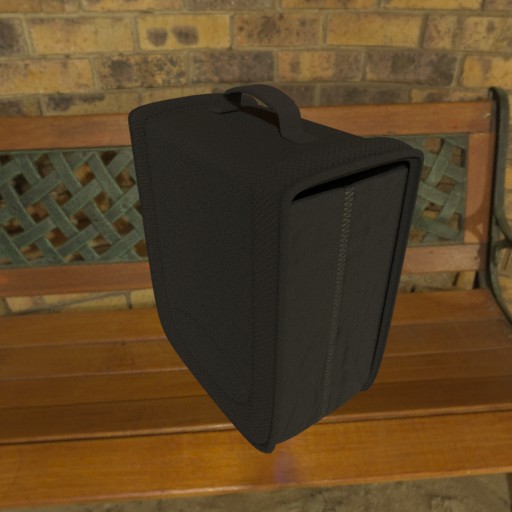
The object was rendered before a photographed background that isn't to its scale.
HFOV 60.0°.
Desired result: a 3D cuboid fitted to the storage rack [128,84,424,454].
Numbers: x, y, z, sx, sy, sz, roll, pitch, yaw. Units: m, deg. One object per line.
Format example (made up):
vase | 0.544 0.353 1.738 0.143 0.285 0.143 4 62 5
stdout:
storage rack | 0.000 0.000 0.536 0.168 0.387 0.297 -20 37 -30
